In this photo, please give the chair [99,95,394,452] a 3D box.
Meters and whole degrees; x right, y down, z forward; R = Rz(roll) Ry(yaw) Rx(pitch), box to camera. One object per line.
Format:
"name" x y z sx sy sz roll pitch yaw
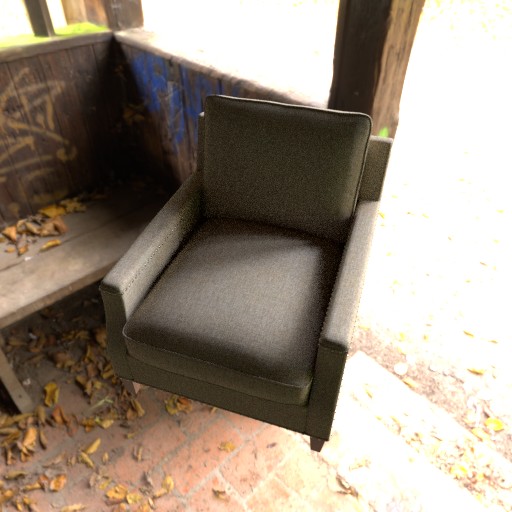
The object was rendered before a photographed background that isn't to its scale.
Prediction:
"chair" 0.000 0.000 1.743 0.853 0.943 1.014 12 42 14
